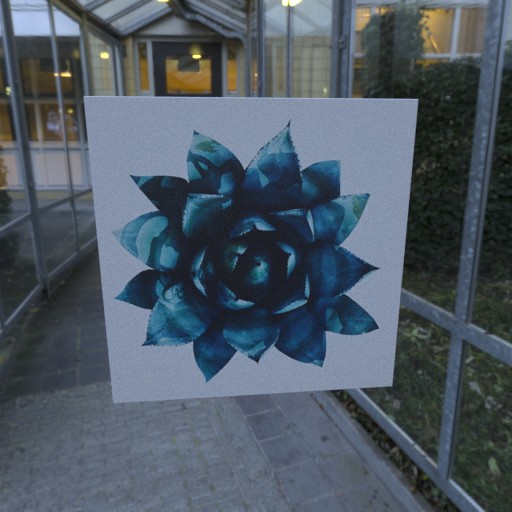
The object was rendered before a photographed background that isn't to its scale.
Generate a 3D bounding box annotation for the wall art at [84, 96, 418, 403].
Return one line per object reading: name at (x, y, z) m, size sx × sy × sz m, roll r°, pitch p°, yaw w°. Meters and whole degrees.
wall art at (0.000, 0.000, 0.607) m, size 0.406 × 0.406 × 0.038 m, roll -2°, pitch 15°, yaw -6°
